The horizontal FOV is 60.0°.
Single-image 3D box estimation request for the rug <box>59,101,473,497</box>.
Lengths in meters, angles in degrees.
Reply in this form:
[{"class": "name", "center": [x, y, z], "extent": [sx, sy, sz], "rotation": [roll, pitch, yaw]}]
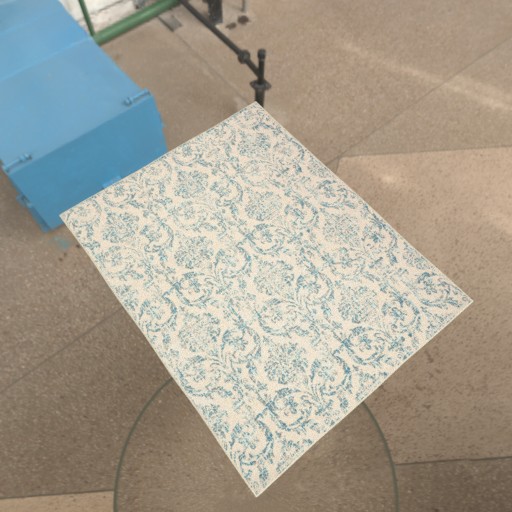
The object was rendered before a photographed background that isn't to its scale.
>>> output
[{"class": "rug", "center": [0.000, 0.000, 3.969], "extent": [2.363, 0.012, 2.980], "rotation": [-35, 68, -17]}]
